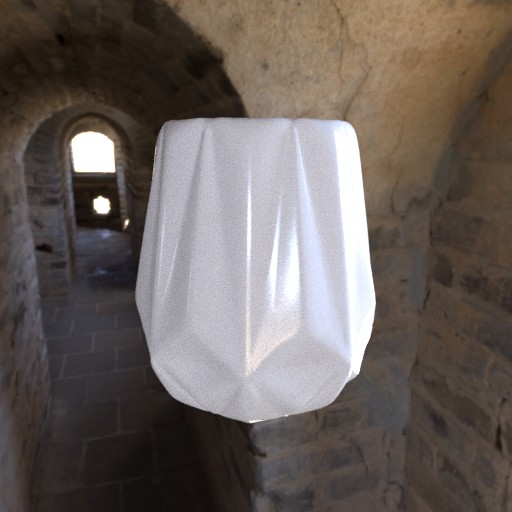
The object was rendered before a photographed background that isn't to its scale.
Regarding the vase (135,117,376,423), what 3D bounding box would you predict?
[{"bbox_3d":[0.000,0.000,0.262,0.141,0.152,0.141,0,14,0],"label":"vase"}]
